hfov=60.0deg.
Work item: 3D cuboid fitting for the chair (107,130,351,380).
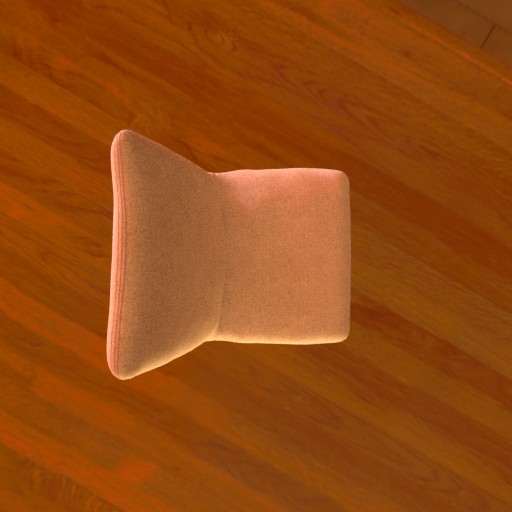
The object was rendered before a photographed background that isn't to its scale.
[{"bbox_3d":[0.000,0.000,1.282,0.563,0.974,0.522,0,89,-1],"label":"chair"}]
